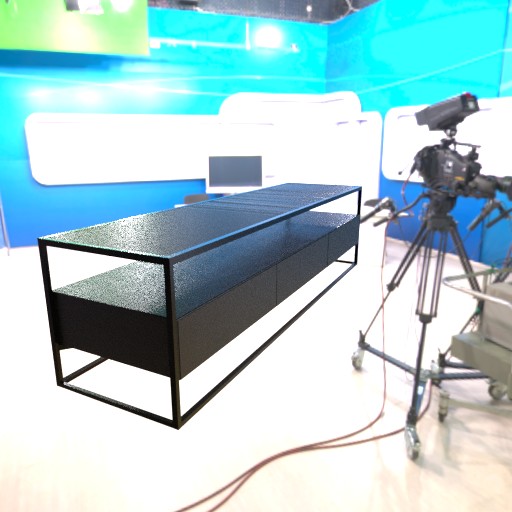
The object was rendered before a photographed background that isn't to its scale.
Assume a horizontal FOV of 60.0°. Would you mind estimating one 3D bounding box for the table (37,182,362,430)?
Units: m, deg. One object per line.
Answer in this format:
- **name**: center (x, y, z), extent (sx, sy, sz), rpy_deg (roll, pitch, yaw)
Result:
- **table**: center (0.000, 0.000, 1.652), extent (0.399, 0.395, 1.486), rpy_deg (8, 17, 27)
